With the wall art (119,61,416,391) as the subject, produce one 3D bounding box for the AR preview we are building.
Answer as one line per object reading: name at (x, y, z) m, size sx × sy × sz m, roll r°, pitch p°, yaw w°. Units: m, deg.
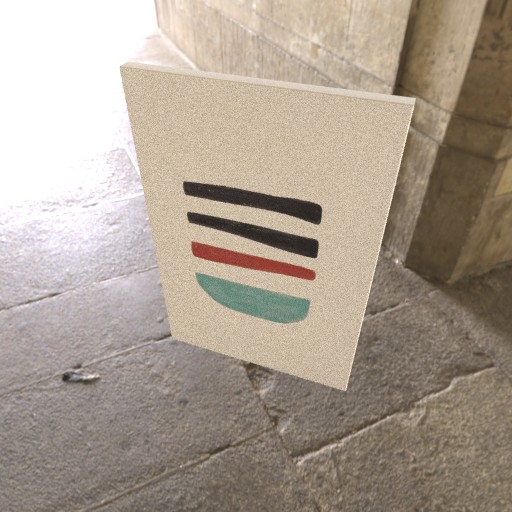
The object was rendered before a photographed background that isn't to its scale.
wall art at (0.000, 0.000, 1.173) m, size 0.607 × 0.912 × 0.038 m, roll 13°, pitch 43°, yaw 15°
